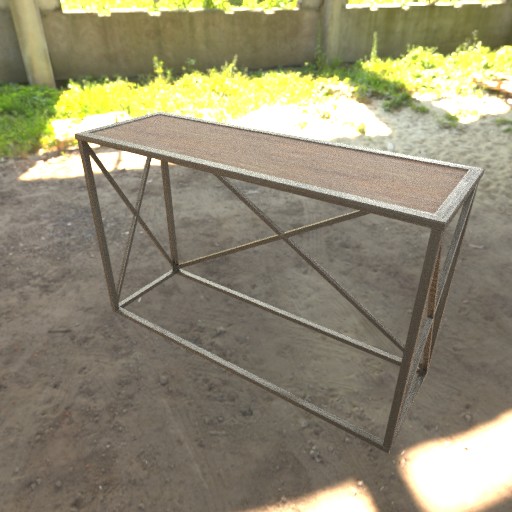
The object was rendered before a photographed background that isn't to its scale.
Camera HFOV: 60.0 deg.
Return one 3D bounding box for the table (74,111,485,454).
[{"bbox_3d":[0.000,0.000,1.534,1.216,0.753,0.402,19,35,29],"label":"table"}]
